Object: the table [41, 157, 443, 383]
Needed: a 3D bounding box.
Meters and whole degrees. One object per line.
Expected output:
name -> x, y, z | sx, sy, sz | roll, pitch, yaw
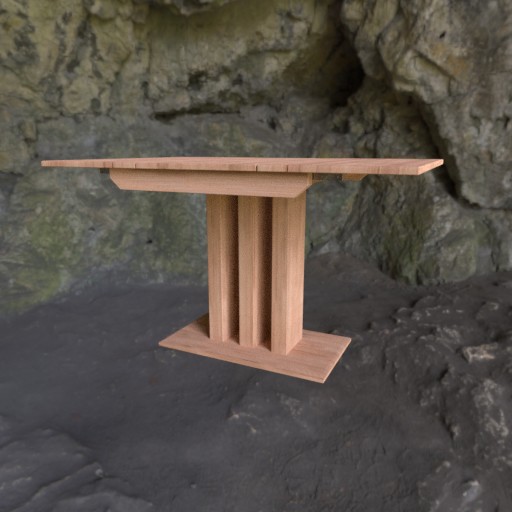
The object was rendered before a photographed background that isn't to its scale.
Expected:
table -> 0.000, 0.000, 1.818 | 1.300, 0.770, 0.900 | 6, 15, 25
